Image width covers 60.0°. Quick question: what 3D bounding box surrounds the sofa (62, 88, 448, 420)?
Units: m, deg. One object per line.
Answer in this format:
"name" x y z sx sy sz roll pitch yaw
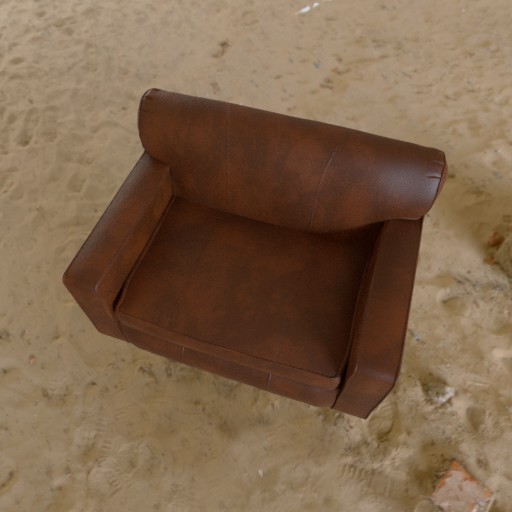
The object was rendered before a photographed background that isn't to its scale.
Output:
"sofa" 0.000 0.000 2.055 1.413 0.956 1.000 15 58 10
